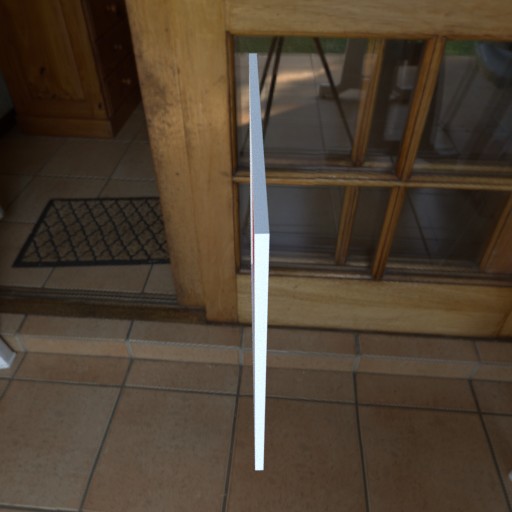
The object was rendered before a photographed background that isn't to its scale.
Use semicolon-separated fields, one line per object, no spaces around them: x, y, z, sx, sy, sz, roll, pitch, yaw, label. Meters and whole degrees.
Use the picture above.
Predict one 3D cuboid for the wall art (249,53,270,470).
0.000;0.000;1.208;0.022;0.803;0.805;-1;42;-1;wall art
